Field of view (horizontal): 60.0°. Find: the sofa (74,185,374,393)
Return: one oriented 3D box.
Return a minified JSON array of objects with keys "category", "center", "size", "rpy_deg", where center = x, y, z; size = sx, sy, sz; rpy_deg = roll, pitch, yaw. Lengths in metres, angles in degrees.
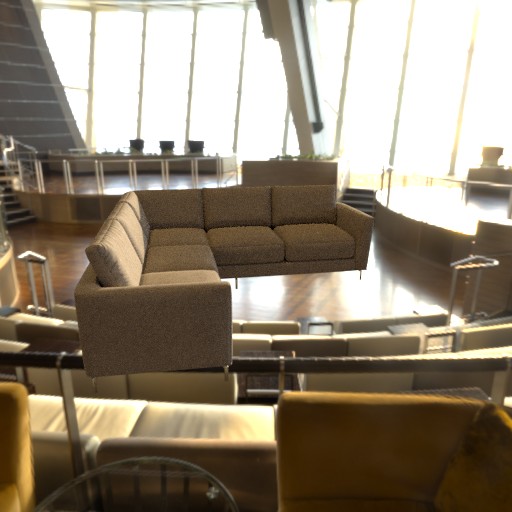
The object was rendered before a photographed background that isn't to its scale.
[{"category":"sofa","center":[0.000,0.000,3.718],"size":[2.438,0.864,2.438],"rpy_deg":[-3,17,-10]}]
